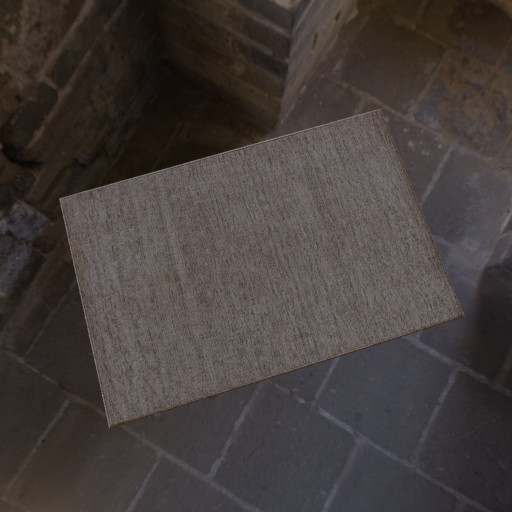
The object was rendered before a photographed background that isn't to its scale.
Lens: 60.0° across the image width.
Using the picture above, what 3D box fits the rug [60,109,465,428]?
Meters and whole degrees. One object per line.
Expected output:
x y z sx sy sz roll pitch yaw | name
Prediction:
0.000 0.000 2.295 1.822 0.018 1.211 -16 78 -4 | rug
